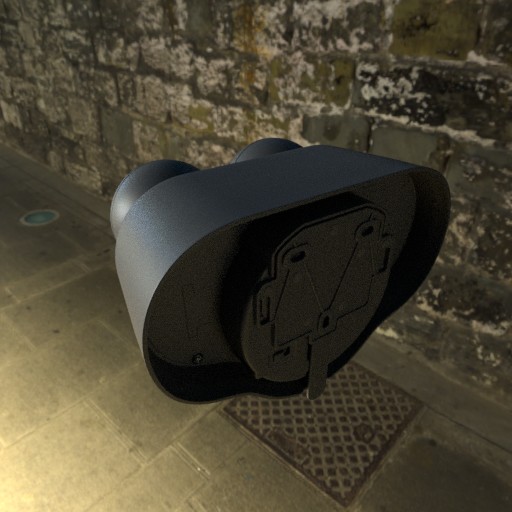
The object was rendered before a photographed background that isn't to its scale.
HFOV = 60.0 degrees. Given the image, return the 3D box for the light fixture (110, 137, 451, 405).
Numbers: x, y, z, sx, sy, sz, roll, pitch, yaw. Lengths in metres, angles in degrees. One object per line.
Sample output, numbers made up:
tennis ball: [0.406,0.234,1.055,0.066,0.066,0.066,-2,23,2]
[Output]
light fixture: [0.000,0.000,0.330,0.229,0.159,0.159,-19,37,-28]
